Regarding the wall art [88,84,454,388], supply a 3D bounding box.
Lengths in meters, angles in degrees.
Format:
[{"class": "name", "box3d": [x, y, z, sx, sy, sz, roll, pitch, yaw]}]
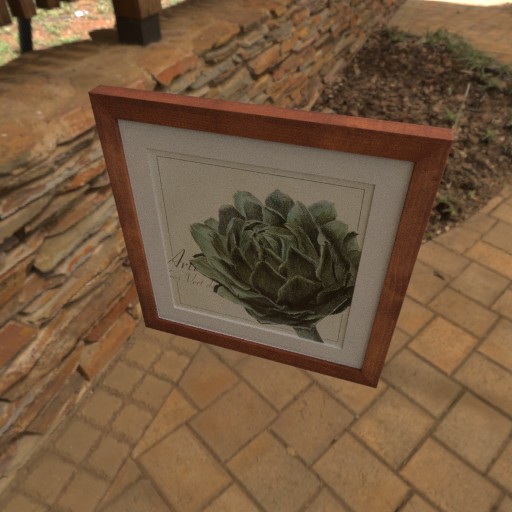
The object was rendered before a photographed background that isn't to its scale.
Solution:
[{"class": "wall art", "box3d": [0.000, 0.000, 0.842, 0.554, 0.572, 0.037, 12, 42, 14]}]
